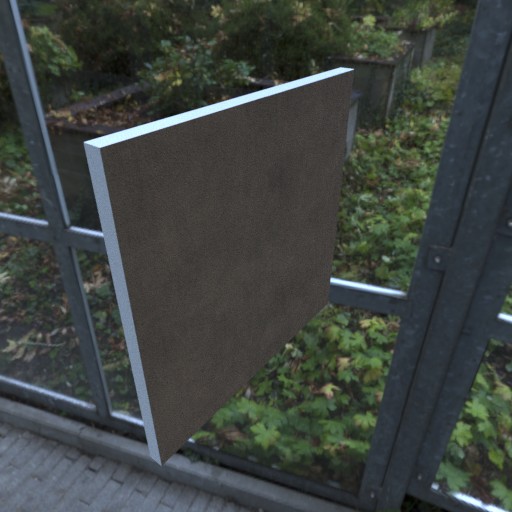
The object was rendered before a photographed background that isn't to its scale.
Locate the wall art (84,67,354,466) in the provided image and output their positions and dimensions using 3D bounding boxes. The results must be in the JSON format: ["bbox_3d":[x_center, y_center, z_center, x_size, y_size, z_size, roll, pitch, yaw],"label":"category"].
[{"bbox_3d":[0.000,0.000,0.650,0.023,0.453,0.455,23,39,31],"label":"wall art"}]
